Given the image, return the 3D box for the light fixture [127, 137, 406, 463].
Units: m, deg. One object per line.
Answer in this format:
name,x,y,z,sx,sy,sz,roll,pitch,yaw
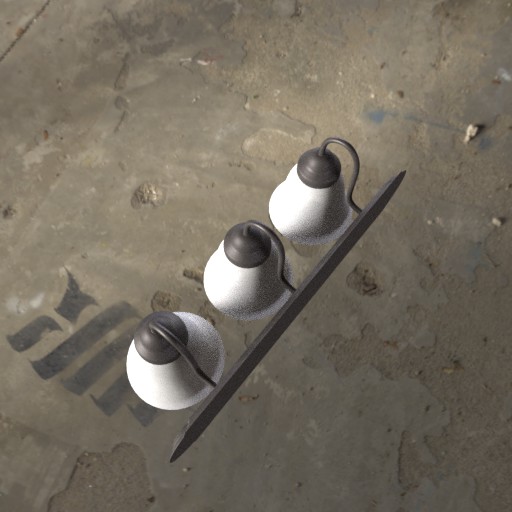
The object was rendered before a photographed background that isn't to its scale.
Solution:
light fixture,0.000,0.000,0.708,0.199,0.222,0.610,36,69,16
